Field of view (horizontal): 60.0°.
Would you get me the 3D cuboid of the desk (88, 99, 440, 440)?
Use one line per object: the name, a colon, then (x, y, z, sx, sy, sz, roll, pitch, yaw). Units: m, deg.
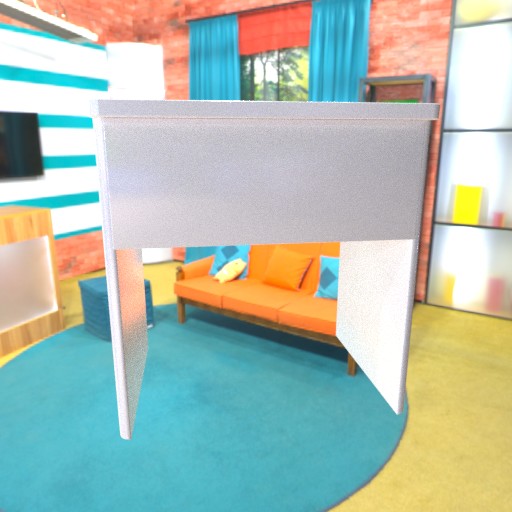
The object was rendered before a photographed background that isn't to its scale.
desk: (0.000, 0.000, 1.278, 0.762, 0.800, 0.549, -2, 15, -8)
